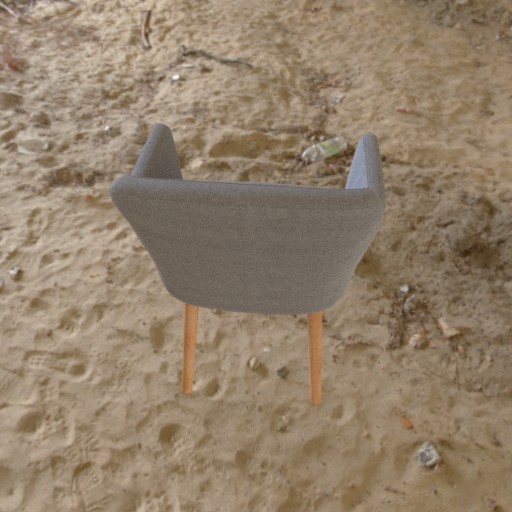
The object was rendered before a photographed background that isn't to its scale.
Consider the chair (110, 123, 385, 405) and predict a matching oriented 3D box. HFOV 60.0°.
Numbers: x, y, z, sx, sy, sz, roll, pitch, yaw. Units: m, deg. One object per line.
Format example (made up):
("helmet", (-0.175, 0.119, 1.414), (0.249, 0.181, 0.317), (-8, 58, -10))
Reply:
("chair", (0.000, 0.000, 1.144), (0.570, 0.780, 0.540), (4, 45, 4))
